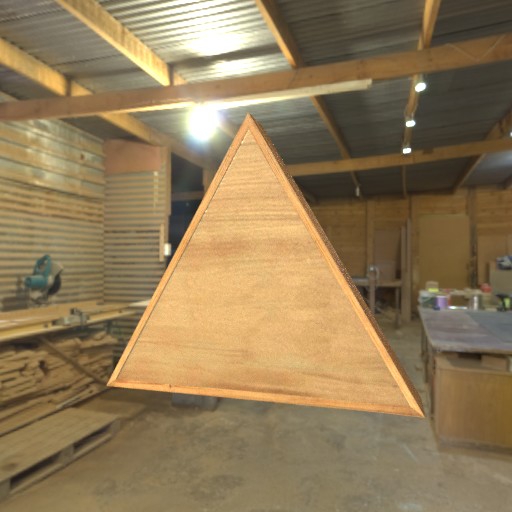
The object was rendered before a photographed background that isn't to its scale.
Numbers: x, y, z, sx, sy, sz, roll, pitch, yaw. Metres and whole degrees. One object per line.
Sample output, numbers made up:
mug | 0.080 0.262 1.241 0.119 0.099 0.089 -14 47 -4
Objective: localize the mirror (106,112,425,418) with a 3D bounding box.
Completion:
mirror | 0.000 0.000 0.891 0.631 0.548 0.100 0 0 17
